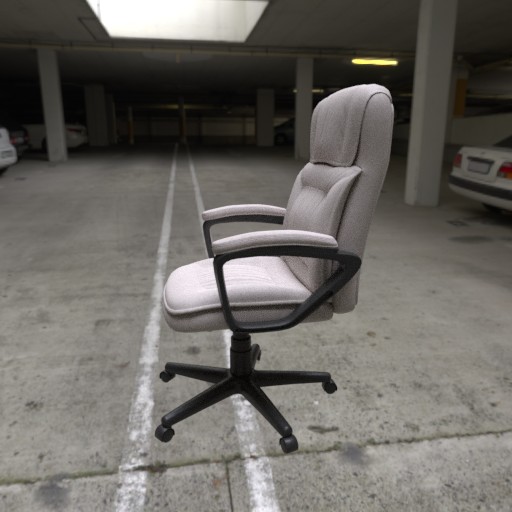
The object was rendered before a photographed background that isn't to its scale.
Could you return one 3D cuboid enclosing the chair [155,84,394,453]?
[{"bbox_3d":[0.000,0.000,1.530,0.724,1.105,0.667,-2,14,-9],"label":"chair"}]
